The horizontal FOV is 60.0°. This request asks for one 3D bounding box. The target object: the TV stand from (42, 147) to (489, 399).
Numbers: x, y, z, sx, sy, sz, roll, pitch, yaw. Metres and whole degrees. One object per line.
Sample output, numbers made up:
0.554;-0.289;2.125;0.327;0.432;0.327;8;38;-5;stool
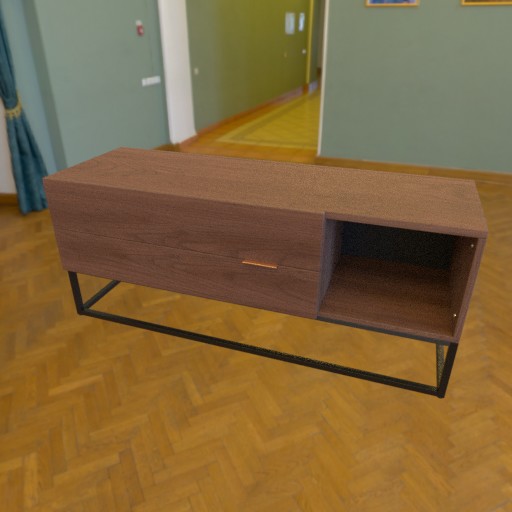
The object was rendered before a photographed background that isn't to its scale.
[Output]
0.000;0.000;1.406;1.200;0.500;0.415;9;29;17;TV stand
